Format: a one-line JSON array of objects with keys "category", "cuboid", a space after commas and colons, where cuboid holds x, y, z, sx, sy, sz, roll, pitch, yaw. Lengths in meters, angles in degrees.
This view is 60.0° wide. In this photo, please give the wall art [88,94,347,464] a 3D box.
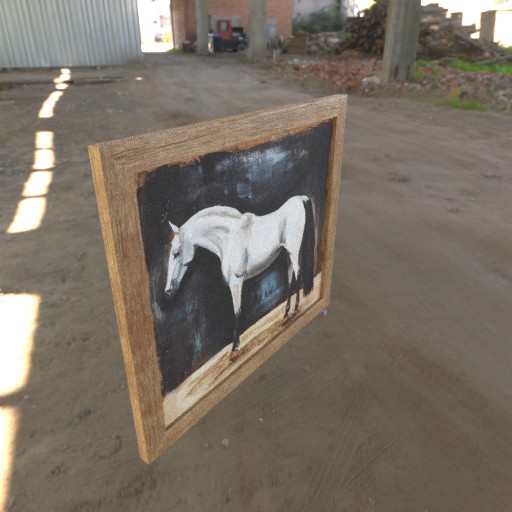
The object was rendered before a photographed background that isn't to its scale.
[{"category": "wall art", "cuboid": [0.000, 0.000, 0.946, 0.026, 0.588, 0.690, 19, 32, 33]}]
